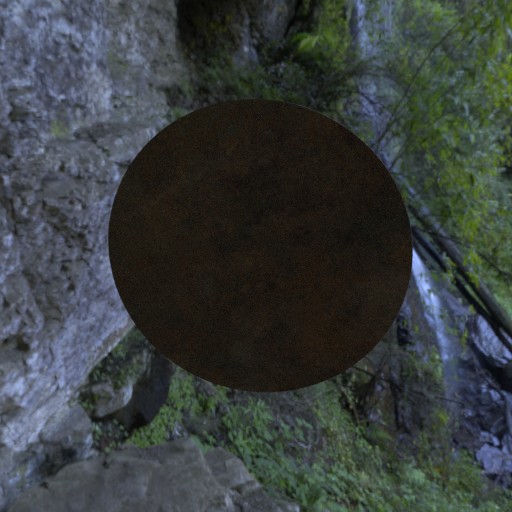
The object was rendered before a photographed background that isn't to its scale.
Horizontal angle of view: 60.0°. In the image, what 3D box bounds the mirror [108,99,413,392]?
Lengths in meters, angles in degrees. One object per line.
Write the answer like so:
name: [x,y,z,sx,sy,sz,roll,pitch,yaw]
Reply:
mirror: [0.000,0.000,0.878,0.585,0.585,0.061,2,18,7]
